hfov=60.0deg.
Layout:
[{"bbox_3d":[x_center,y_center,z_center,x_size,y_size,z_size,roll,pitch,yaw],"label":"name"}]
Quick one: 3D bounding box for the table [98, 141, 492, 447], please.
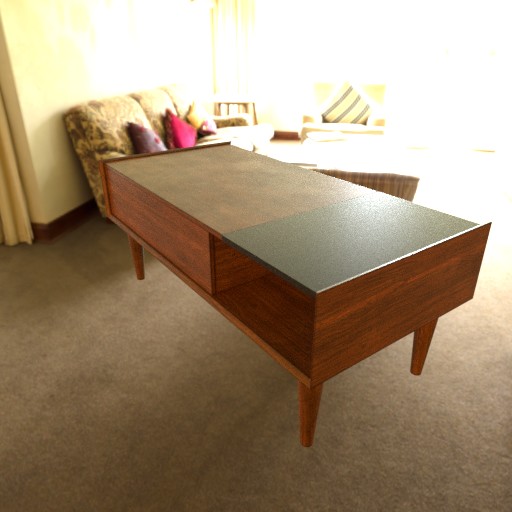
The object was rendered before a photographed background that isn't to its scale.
[{"bbox_3d":[0.000,0.000,1.530,0.610,0.508,1.221,-18,31,-32],"label":"table"}]
